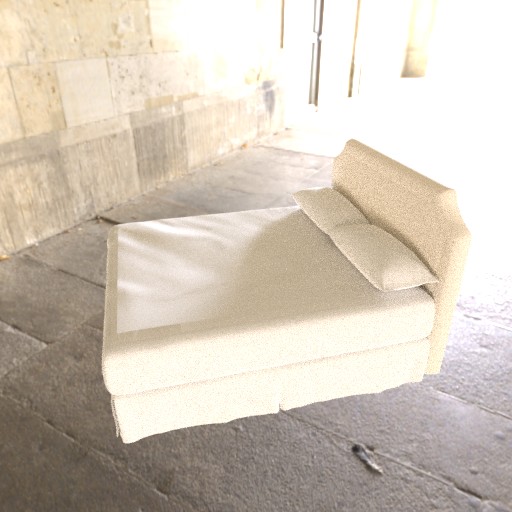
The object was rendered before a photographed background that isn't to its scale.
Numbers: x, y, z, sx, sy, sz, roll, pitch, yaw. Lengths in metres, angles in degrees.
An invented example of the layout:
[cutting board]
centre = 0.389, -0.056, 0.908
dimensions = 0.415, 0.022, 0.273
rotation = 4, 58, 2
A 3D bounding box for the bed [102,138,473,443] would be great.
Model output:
[bed]
centre = 0.000, 0.000, 3.830
dimensions = 2.548, 1.524, 2.134
rotation = -7, 29, -13
